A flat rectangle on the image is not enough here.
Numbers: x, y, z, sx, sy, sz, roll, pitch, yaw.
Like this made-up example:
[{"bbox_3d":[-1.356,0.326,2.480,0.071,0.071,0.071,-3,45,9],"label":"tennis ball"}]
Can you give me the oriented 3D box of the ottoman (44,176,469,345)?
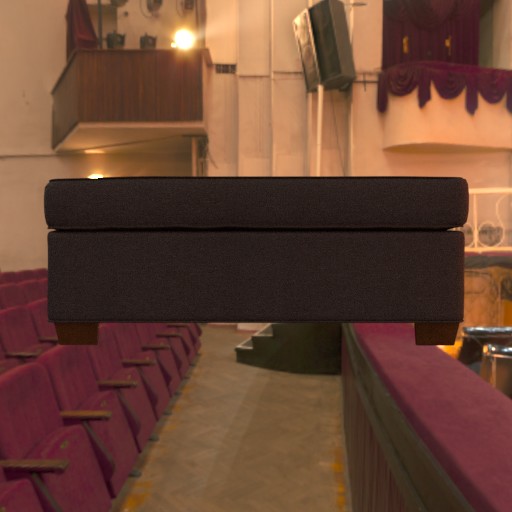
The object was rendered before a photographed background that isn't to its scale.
[{"bbox_3d":[0.000,0.000,1.373,1.110,0.460,0.515,0,1,0],"label":"ottoman"}]
